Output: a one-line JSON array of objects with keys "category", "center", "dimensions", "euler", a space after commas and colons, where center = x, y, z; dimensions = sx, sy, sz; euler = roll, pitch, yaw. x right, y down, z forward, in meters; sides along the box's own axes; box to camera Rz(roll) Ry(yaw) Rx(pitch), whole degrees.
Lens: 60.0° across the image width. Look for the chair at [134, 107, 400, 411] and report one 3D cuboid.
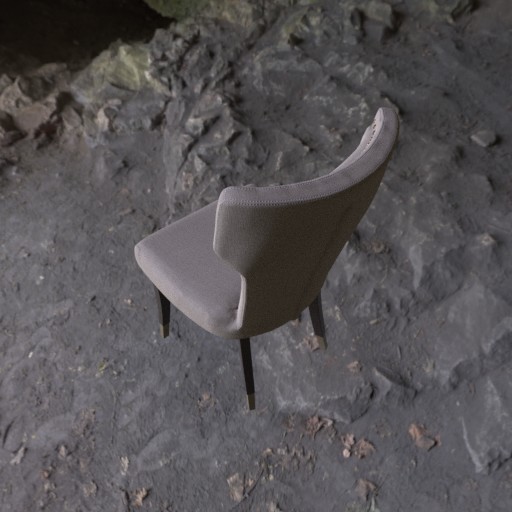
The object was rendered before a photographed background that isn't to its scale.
[{"category": "chair", "center": [0.000, 0.000, 1.350], "dimensions": [0.526, 0.955, 0.630], "euler": [-32, 54, -27]}]
